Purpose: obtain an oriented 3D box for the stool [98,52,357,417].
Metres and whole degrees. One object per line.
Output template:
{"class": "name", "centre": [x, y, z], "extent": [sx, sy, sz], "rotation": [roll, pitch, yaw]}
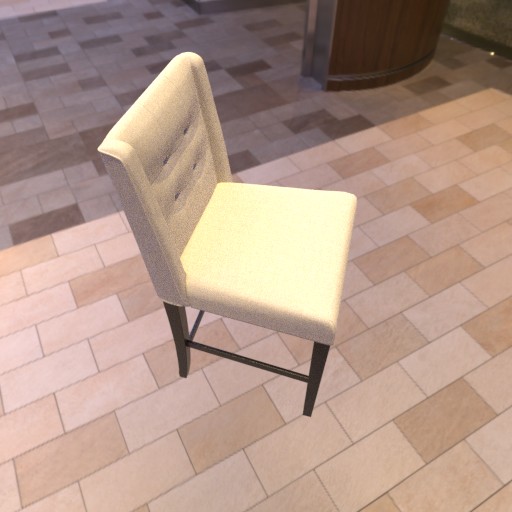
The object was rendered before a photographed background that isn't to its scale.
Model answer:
{"class": "stool", "centre": [0.000, 0.000, 1.263], "extent": [0.509, 0.939, 0.474], "rotation": [11, 49, 10]}
